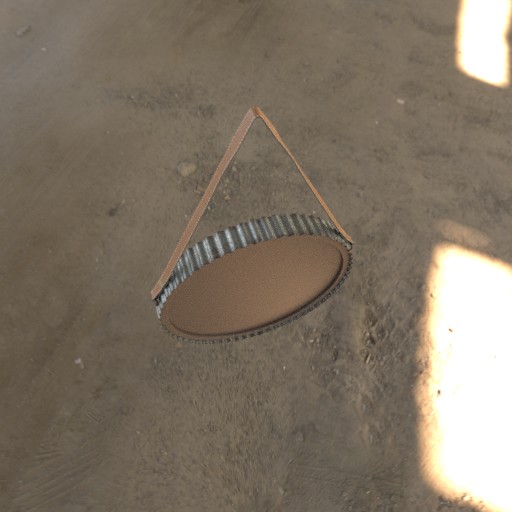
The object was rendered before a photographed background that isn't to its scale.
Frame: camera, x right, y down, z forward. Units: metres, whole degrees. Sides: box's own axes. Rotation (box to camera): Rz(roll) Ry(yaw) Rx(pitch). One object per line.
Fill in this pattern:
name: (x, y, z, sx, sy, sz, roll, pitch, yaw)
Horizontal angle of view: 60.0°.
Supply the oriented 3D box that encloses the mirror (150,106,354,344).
mirror: (0.000, 0.000, 0.701, 0.355, 0.568, 0.042, -16, 59, -10)
